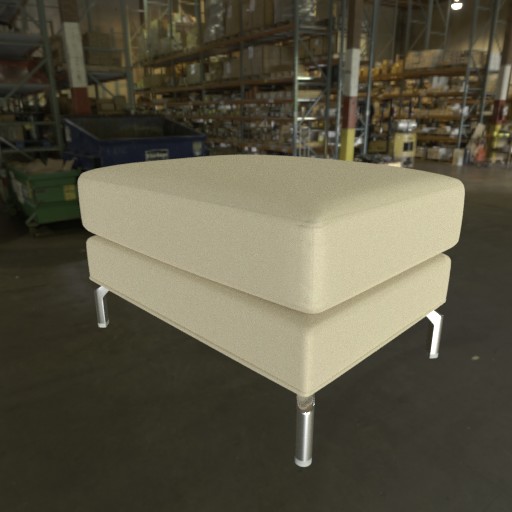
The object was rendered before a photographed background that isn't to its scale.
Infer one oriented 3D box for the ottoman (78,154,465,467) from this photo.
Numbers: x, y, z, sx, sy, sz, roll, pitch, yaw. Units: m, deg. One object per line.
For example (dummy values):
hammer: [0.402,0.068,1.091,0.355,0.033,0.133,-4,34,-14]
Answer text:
ottoman: [0.000,0.000,1.177,0.835,0.497,0.581,17,25,42]
